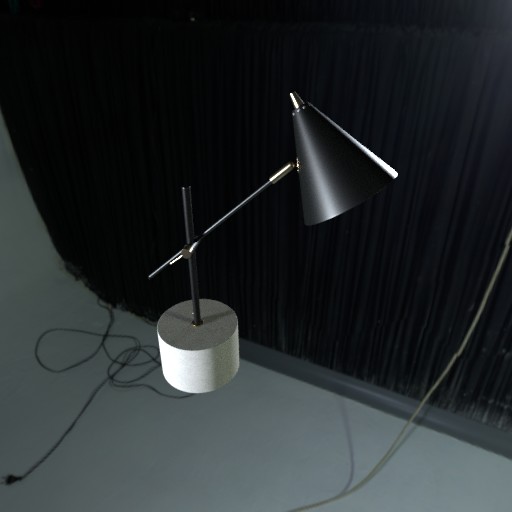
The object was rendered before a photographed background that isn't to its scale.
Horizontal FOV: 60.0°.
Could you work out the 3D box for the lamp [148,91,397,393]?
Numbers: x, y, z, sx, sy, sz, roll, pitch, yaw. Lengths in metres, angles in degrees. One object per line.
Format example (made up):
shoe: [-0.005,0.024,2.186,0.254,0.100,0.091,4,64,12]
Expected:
lamp: [0.000,0.000,0.747,0.403,0.518,0.214,12,33,19]
